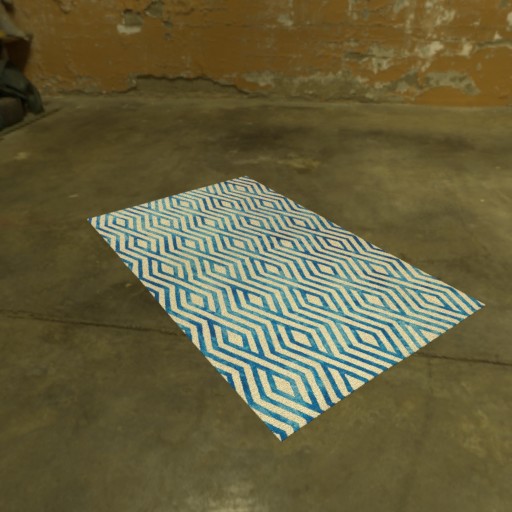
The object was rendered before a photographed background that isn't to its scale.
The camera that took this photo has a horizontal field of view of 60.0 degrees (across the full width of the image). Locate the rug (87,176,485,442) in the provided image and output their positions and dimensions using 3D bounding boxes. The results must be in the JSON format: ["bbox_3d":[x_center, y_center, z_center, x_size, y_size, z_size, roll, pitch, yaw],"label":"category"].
[{"bbox_3d":[0.000,0.000,3.033,1.531,0.008,2.439,-21,38,-30],"label":"rug"}]
